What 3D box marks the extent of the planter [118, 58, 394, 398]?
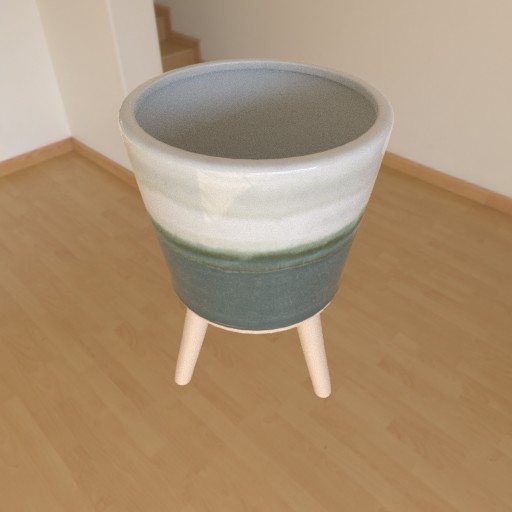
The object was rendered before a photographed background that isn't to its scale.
[{"bbox_3d":[0.000,0.000,0.463,0.217,0.331,0.217,12,43,14],"label":"planter"}]
